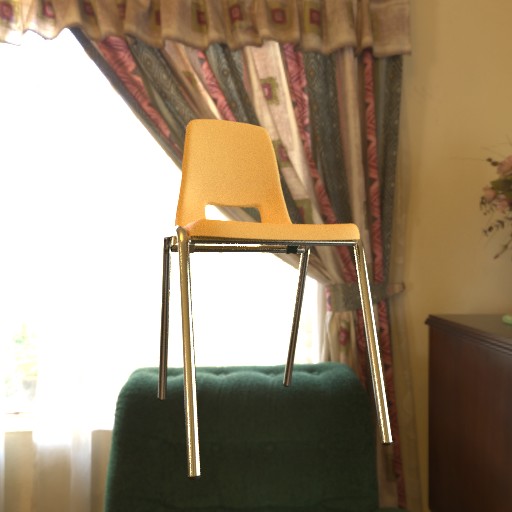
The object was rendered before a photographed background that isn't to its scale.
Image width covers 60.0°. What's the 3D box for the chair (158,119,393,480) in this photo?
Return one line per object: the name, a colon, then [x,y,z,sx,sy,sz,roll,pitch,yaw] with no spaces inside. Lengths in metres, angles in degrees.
chair: [0.000,0.000,0.953,0.381,0.704,0.436,0,-1,-20]
